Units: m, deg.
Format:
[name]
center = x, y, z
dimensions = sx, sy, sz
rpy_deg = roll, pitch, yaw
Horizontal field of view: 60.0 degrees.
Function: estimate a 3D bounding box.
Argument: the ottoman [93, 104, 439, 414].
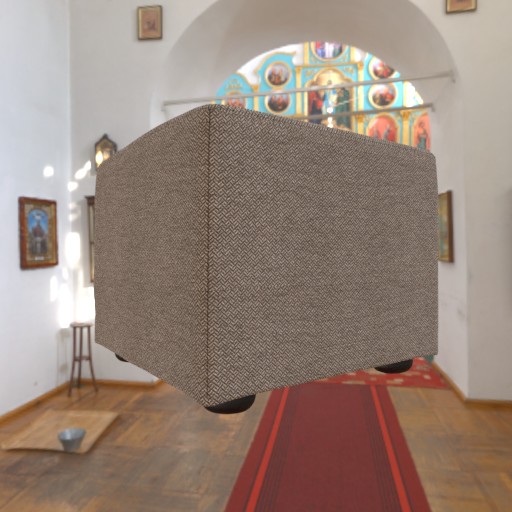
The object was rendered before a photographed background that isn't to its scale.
[ottoman]
center = 0.000, 0.000, 0.904
dimensions = 0.519, 0.453, 0.512
rpy_deg = 0, 0, -35
